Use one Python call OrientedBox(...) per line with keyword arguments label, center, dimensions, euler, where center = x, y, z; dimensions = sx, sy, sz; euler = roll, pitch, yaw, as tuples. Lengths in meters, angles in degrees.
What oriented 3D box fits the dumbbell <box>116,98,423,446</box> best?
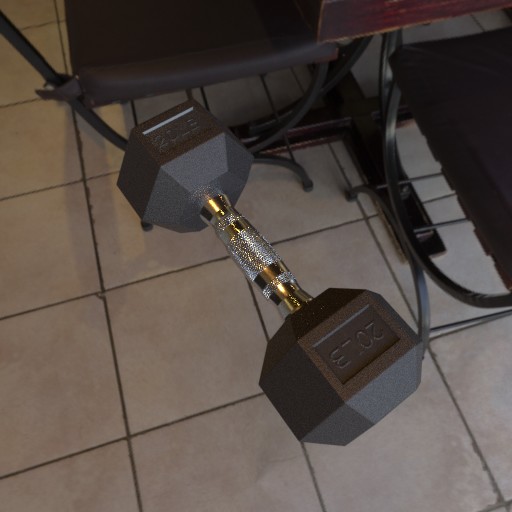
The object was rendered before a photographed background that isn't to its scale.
OrientedBox(label="dumbbell", center=(0.000, 0.000, 0.326), dimensions=(0.106, 0.092, 0.272), euler=(-33, 68, -15))
